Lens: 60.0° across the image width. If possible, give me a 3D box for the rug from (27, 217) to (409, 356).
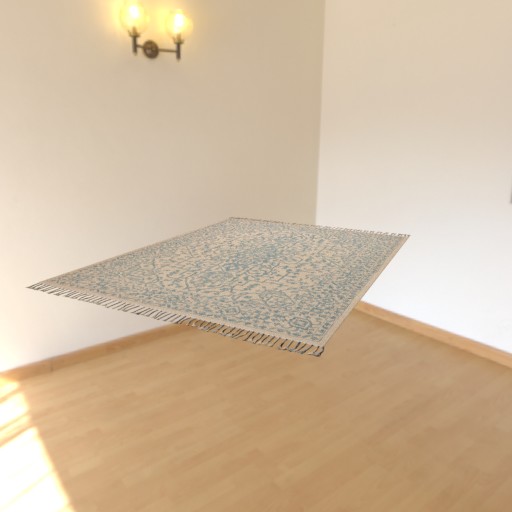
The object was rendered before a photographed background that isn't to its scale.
[{"bbox_3d":[0.000,0.000,4.388,2.464,0.010,3.327,8,18,26],"label":"rug"}]
